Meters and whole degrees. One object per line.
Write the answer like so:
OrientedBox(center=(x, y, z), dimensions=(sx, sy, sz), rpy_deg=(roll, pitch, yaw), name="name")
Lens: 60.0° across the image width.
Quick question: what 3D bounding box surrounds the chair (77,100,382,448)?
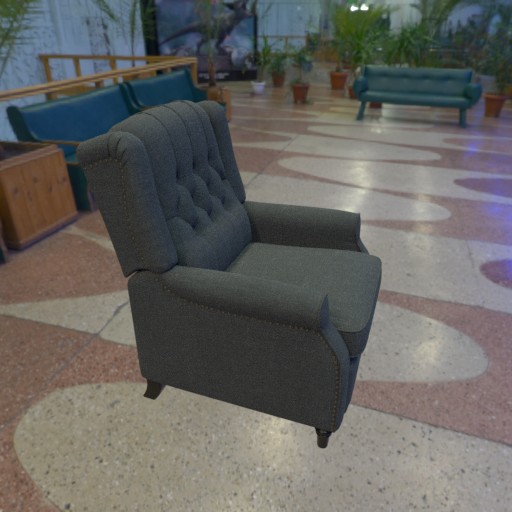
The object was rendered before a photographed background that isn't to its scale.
OrientedBox(center=(0.000, 0.000, 1.639), dimensions=(0.898, 1.035, 0.742), rpy_deg=(10, 30, 18), name="chair")
